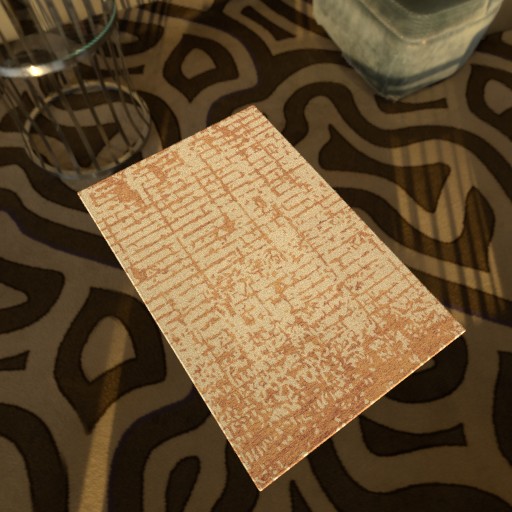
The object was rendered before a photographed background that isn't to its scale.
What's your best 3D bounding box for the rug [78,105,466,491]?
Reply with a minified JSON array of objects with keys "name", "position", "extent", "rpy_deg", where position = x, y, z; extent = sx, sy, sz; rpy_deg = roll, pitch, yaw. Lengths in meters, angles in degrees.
[{"name":"rug","position":[0.000,0.000,2.341],"extent":[1.219,0.011,1.829],"rpy_deg":[-31,67,-15]}]
